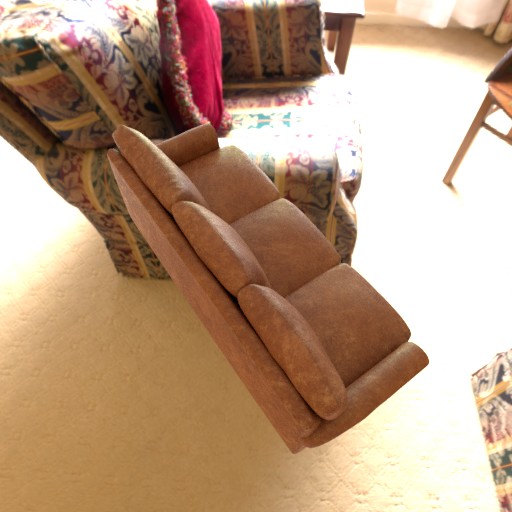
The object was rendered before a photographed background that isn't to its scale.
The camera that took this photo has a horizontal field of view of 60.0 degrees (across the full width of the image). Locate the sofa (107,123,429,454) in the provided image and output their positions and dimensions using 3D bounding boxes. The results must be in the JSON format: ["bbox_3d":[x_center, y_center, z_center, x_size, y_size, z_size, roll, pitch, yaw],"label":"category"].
[{"bbox_3d":[0.000,0.000,2.902,0.973,0.977,2.351,-30,62,-18],"label":"sofa"}]
